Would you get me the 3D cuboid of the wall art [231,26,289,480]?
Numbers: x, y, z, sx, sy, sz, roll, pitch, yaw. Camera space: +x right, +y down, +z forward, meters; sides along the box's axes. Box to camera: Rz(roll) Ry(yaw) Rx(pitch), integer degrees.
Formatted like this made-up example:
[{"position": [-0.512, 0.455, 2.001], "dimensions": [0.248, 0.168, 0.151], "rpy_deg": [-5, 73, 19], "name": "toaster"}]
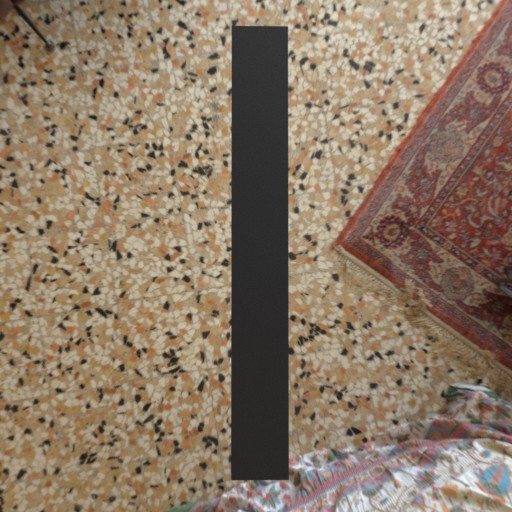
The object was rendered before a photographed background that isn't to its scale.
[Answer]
[{"position": [0.000, 0.000, 0.448], "dimensions": [0.038, 0.304, 0.304], "rpy_deg": [0, 88, -1], "name": "wall art"}]
